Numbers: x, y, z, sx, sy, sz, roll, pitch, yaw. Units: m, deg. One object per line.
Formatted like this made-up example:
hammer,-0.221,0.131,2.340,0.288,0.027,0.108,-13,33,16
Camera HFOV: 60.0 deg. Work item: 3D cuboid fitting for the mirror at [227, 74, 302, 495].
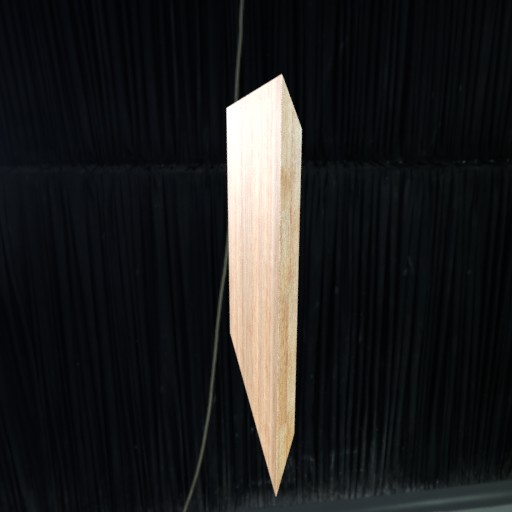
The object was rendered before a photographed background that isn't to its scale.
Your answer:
mirror,0.000,0.000,0.961,0.047,0.651,0.651,-3,15,-10
